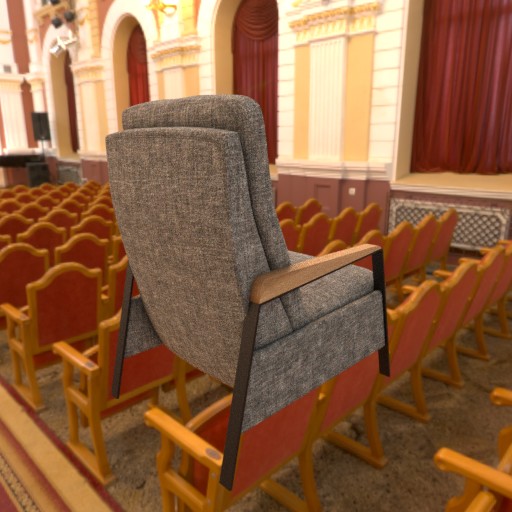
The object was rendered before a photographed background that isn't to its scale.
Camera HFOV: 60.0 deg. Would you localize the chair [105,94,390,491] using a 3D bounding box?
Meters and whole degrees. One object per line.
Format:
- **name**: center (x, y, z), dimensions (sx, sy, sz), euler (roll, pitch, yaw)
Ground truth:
- **chair**: center (0.000, 0.000, 1.599), dimensions (0.868, 1.042, 0.671), euler (-14, 20, -43)
